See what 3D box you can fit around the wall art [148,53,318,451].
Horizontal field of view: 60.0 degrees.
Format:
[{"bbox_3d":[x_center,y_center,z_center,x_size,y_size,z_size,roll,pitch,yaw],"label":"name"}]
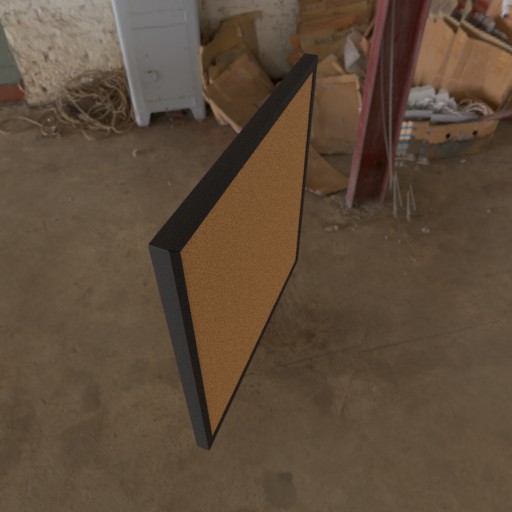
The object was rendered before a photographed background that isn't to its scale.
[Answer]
[{"bbox_3d":[0.000,0.000,1.167,0.037,0.763,0.763,16,48,15],"label":"wall art"}]
